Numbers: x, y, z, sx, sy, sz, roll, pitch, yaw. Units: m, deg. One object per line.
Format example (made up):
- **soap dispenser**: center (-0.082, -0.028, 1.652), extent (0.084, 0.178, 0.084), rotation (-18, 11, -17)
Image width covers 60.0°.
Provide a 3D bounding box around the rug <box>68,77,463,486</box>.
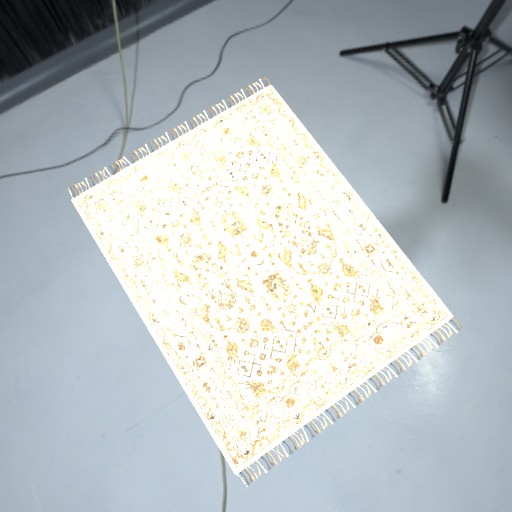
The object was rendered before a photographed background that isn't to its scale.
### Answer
- **rug**: center (0.000, 0.000, 2.251), extent (1.278, 0.009, 1.726), rotation (-33, 77, -9)
